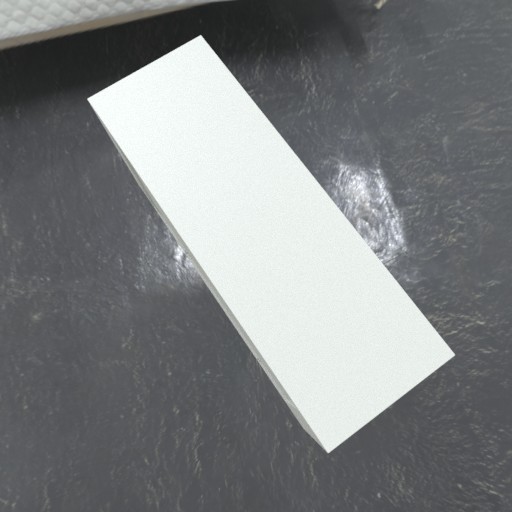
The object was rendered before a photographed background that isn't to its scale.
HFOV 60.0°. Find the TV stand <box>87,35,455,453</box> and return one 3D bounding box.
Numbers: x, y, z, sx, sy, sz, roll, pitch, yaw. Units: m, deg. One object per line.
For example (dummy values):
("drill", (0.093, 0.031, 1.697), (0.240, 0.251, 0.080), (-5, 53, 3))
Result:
("TV stand", (0.000, 0.000, 1.617), (0.406, 0.812, 1.193), (-34, 77, -9))
